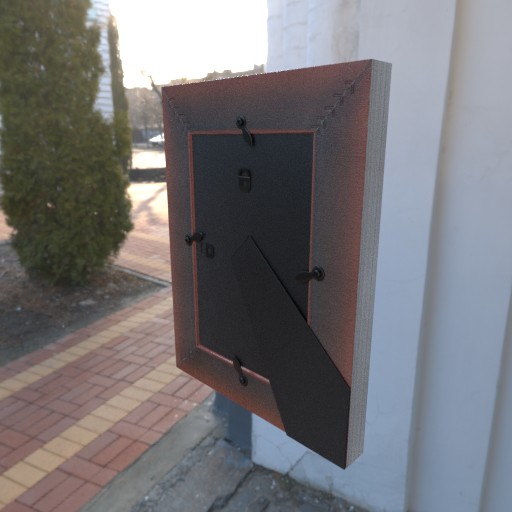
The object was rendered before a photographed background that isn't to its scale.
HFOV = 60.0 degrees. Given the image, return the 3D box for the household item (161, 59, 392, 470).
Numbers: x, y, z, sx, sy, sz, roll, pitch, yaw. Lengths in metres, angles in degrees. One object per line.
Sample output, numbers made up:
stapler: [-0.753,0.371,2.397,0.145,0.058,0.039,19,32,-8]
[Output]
household item: [0.000,0.000,0.287,0.165,0.216,0.025,14,21,43]
